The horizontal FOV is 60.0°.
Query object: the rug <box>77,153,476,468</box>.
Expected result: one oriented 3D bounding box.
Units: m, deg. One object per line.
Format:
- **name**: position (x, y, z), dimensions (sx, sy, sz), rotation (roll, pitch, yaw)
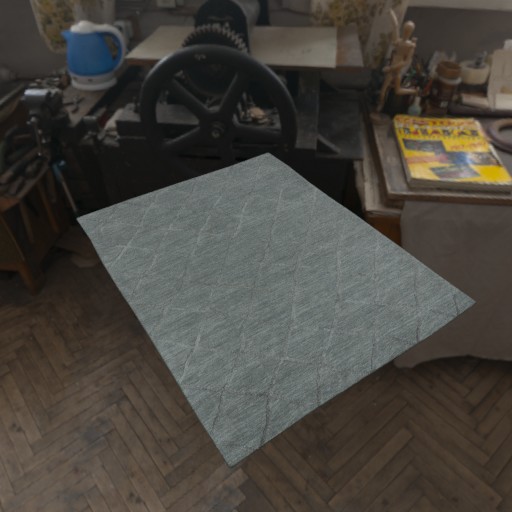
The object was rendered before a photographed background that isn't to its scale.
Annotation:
- **rug**: position (0.000, 0.000, 4.130), dimensions (2.438, 0.013, 3.048), rotation (-24, 48, -24)
